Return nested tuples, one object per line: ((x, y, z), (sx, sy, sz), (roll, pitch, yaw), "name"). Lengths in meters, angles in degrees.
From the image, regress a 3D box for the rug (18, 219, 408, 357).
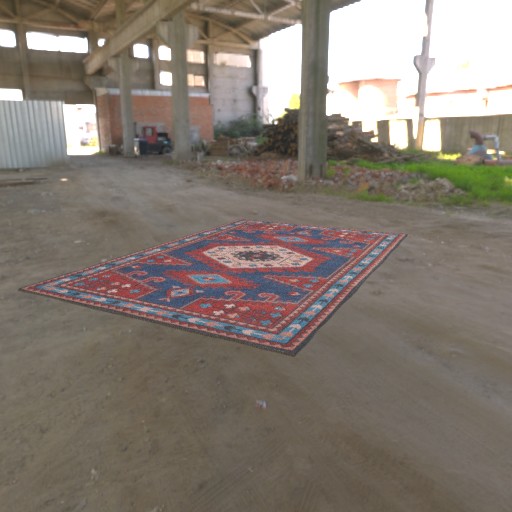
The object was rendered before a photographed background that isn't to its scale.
((0.000, 0.000, 2.277), (1.207, 0.012, 1.820), (8, 17, 27), "rug")
